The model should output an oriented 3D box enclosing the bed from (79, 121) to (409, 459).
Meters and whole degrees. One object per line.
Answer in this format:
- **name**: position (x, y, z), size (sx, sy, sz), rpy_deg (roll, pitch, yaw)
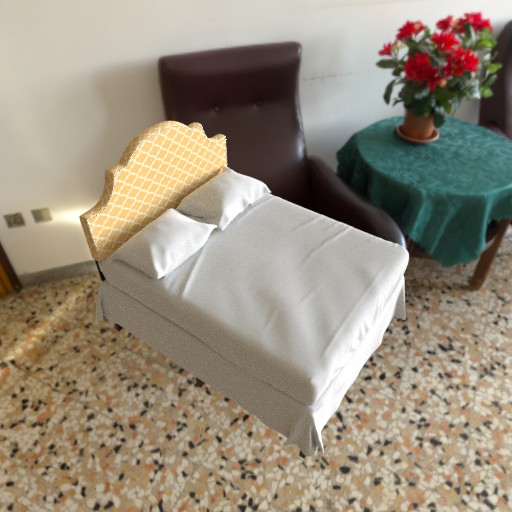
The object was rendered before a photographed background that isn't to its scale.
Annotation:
- **bed**: position (0.000, 0.000, 3.486), size (2.222, 1.633, 1.780), rpy_deg (26, 48, 26)
